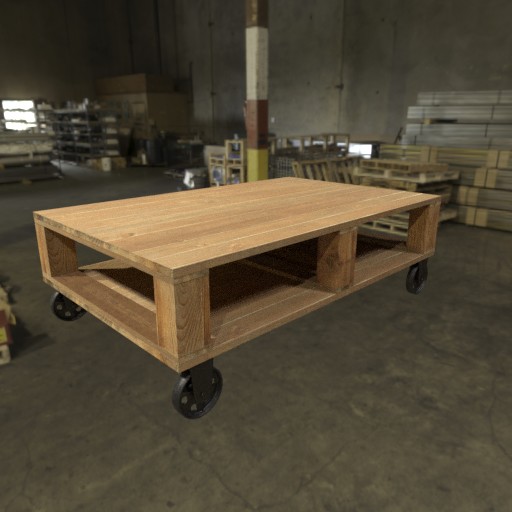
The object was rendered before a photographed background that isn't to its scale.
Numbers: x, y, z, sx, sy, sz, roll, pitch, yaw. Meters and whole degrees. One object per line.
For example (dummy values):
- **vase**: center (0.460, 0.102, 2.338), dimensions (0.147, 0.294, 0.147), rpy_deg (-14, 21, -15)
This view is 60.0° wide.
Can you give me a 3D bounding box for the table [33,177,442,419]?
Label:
- **table**: center (0.000, 0.000, 1.710), dimensions (1.299, 0.413, 0.827), rpy_deg (-16, 24, -42)
